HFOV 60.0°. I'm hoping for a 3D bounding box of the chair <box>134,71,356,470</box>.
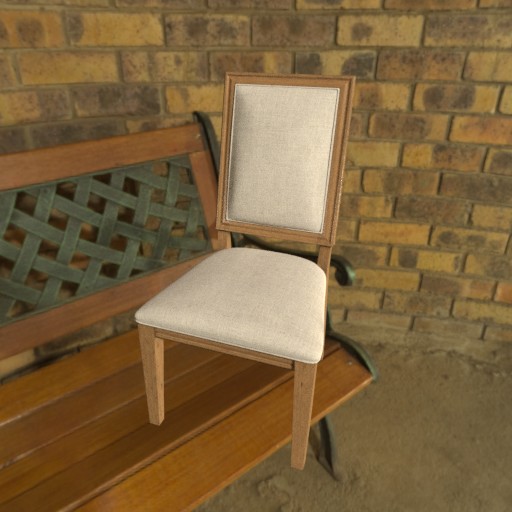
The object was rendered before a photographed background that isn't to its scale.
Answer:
[{"bbox_3d":[0.000,0.000,1.354,0.536,0.988,0.601,9,29,18],"label":"chair"}]
